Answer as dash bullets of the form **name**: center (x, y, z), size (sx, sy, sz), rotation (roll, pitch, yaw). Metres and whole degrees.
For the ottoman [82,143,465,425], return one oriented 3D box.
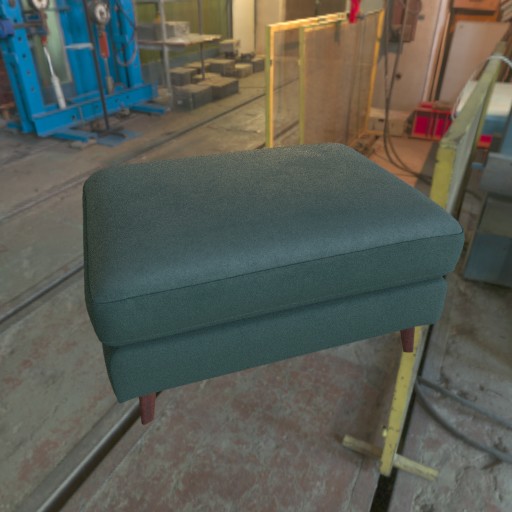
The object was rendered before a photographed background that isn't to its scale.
- **ottoman**: center (0.000, 0.000, 1.159), size (0.811, 0.449, 0.608), rotation (-10, 34, -16)
